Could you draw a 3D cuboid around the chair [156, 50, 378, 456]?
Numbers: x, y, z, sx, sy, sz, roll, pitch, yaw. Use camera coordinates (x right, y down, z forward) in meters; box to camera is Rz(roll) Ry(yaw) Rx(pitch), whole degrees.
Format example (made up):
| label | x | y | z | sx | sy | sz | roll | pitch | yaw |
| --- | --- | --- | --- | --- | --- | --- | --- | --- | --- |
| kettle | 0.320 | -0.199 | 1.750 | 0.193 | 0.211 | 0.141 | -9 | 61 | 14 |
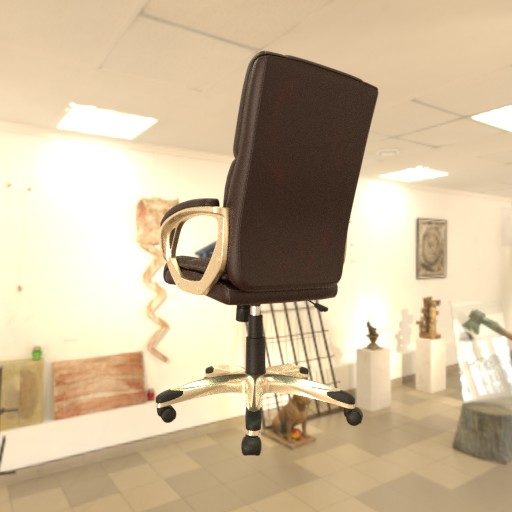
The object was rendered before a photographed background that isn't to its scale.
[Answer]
| label | x | y | z | sx | sy | sz | roll | pitch | yaw |
| --- | --- | --- | --- | --- | --- | --- | --- | --- | --- |
| chair | 0.000 | 0.000 | 1.572 | 0.662 | 1.107 | 0.739 | 0 | 0 | -35 |
